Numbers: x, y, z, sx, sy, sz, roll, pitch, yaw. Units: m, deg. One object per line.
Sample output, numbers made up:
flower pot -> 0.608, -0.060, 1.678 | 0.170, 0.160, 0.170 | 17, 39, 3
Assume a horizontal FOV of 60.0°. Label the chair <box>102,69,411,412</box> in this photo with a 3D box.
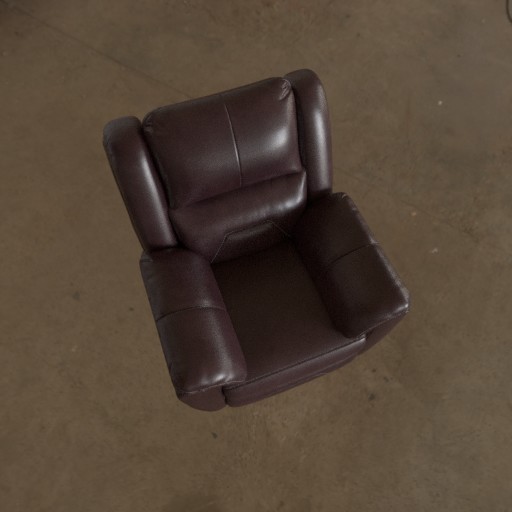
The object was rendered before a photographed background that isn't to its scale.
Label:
chair -> 0.000, 0.000, 1.933 | 0.990, 1.093, 1.041 | -19, 64, -9
